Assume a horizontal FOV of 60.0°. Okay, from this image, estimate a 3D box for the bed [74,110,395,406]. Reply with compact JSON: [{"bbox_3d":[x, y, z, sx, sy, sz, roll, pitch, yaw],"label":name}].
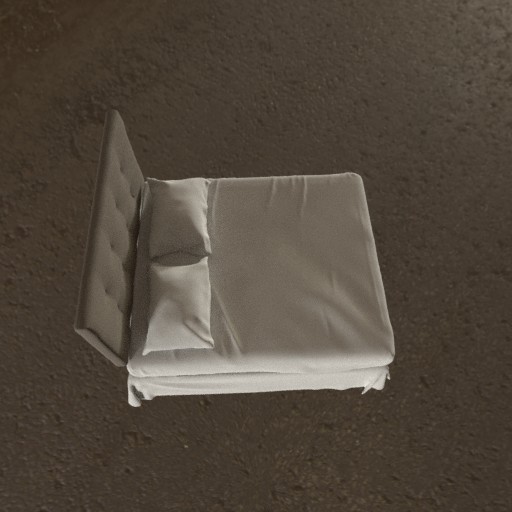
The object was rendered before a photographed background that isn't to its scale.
[{"bbox_3d":[0.000,0.000,3.473,2.222,1.577,1.936,-2,63,-1],"label":"bed"}]
